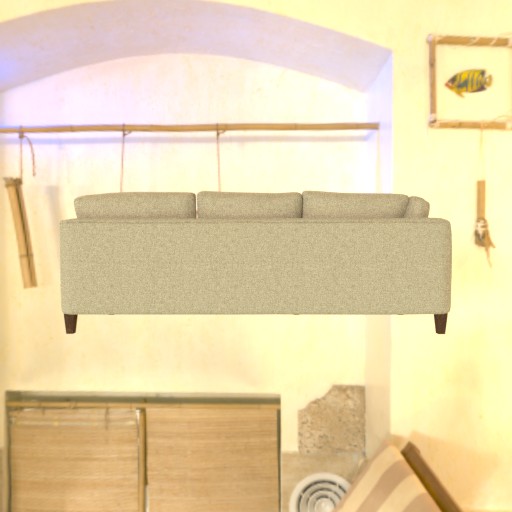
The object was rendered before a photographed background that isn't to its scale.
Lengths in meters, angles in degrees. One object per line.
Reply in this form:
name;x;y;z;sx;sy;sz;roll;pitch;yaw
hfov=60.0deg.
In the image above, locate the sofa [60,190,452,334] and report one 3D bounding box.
sofa;0.000;0.000;4.574;2.593;0.959;3.460;0;1;0
